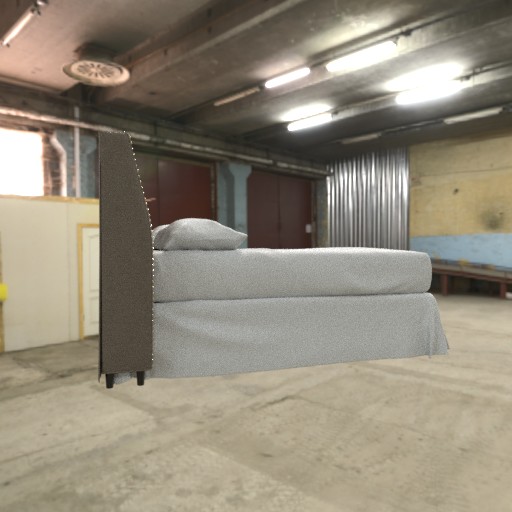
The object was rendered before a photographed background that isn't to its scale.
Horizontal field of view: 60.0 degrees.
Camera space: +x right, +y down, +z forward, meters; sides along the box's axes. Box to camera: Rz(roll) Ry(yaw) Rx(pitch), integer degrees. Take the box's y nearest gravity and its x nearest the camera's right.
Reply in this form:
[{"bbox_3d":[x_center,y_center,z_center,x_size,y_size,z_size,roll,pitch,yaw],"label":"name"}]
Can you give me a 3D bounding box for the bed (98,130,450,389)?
[{"bbox_3d":[0.000,0.000,3.460,2.276,1.332,1.925,0,1,-18],"label":"bed"}]
